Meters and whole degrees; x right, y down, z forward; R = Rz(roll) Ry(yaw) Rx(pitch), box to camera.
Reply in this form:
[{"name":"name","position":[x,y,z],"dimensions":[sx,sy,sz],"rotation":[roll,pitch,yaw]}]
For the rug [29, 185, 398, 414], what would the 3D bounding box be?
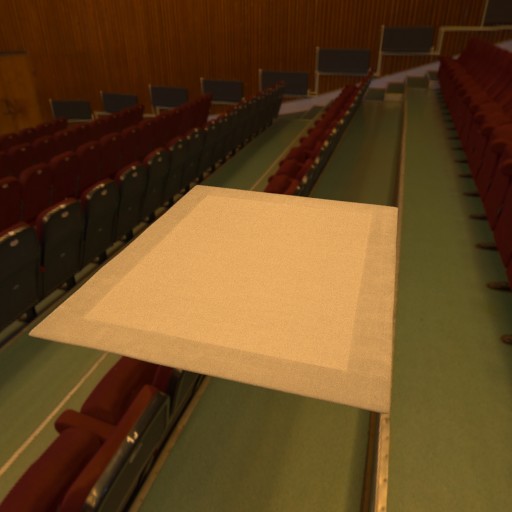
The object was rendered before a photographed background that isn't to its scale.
[{"name":"rug","position":[0.000,0.000,3.997],"dimensions":[2.430,0.018,2.976],"rotation":[8,31,14]}]
